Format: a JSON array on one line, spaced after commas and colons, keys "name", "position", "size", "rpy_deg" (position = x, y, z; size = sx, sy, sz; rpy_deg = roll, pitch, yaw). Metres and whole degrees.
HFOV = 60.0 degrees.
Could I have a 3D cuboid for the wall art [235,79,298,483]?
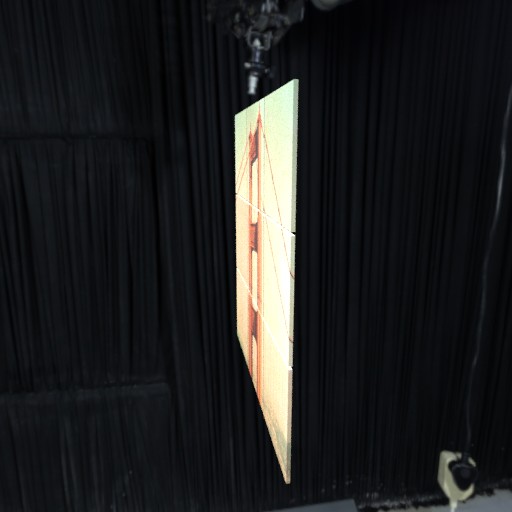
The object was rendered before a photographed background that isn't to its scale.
[{"name": "wall art", "position": [0.000, 0.000, 1.866], "size": [0.013, 1.219, 1.214], "rpy_deg": [-2, 13, -10]}]
